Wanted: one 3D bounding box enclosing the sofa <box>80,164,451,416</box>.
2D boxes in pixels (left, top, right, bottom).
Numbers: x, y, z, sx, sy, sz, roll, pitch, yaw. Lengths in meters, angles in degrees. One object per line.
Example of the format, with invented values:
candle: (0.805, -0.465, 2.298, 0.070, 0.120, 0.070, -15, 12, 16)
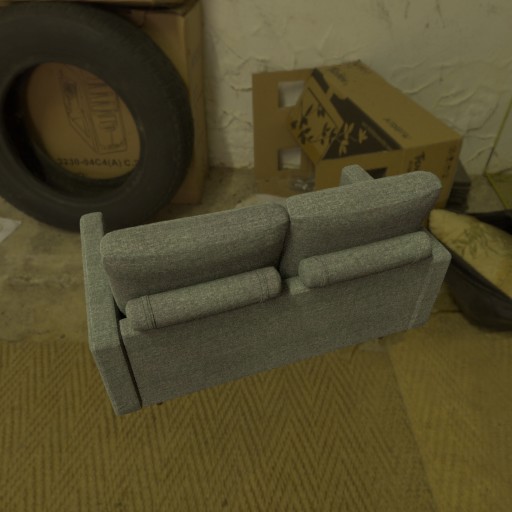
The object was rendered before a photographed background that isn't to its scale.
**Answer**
sofa: (0.000, 0.000, 1.949, 1.407, 0.907, 0.842, -13, 43, -14)
